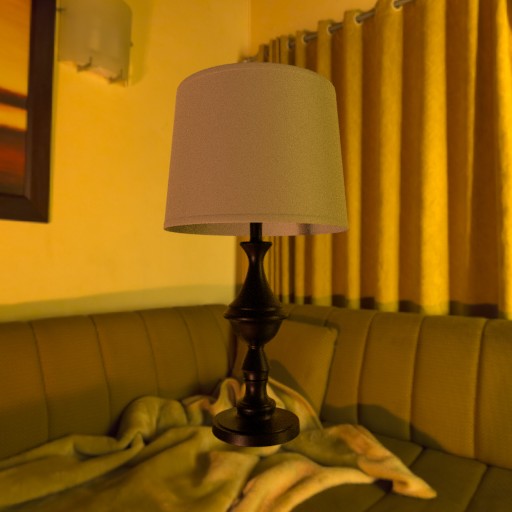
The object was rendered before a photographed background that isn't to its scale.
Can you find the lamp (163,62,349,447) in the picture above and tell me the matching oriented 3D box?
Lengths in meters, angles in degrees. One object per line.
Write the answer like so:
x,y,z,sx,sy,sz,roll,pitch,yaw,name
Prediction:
0.000,0.000,0.935,0.383,0.726,0.383,0,-1,0,lamp
